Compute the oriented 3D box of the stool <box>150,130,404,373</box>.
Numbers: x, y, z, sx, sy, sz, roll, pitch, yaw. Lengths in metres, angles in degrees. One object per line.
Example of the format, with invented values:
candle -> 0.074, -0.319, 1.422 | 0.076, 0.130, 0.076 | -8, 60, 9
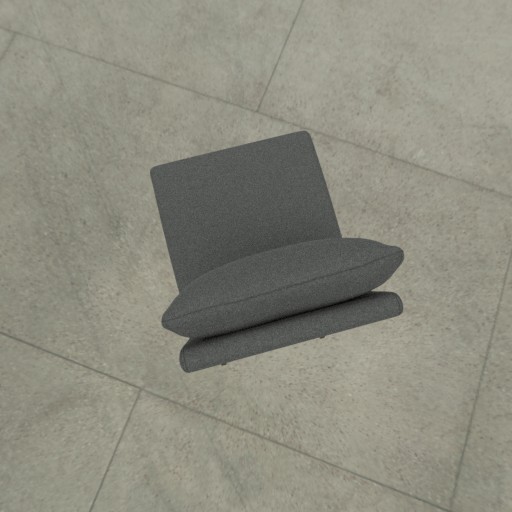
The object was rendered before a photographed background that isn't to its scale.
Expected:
stool -> 0.000, 0.000, 1.302 | 0.463, 1.030, 0.569 | -14, 76, -4
